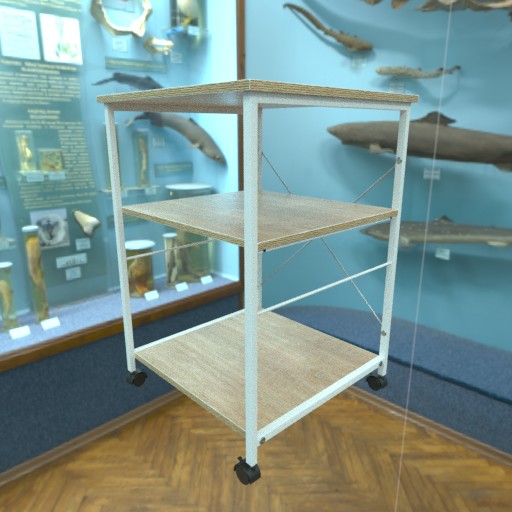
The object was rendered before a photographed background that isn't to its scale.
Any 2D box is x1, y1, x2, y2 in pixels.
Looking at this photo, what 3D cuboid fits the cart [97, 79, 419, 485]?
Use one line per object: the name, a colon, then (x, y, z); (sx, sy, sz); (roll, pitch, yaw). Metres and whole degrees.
cart: (0.000, 0.000, 1.117); (0.520, 0.762, 0.521); (-15, 22, -41)
